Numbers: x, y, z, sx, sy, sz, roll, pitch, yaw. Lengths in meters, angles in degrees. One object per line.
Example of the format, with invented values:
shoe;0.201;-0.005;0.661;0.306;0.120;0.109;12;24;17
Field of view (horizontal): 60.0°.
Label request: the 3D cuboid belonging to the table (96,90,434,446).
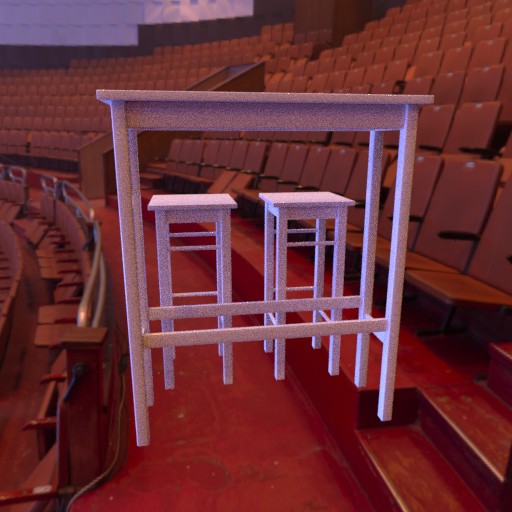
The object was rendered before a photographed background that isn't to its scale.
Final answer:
table;0.000;0.000;1.624;0.915;1.065;0.650;-2;15;-9
